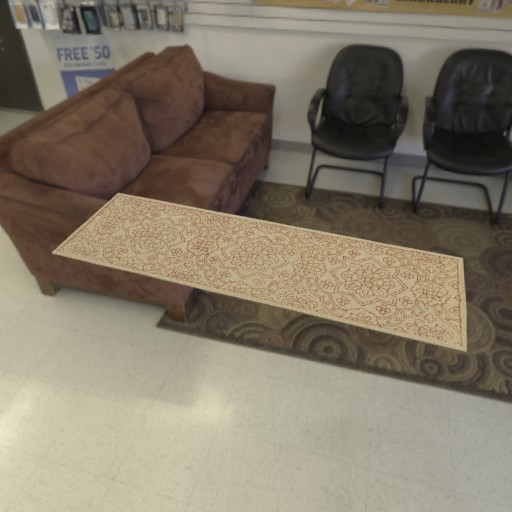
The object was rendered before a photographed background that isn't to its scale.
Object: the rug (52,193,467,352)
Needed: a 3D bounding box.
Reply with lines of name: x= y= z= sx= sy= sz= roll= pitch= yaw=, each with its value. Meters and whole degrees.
rug: x=0.000 y=0.000 z=2.753 sx=2.448 sy=0.012 sz=0.769 roll=12 pitch=41 yaw=14
